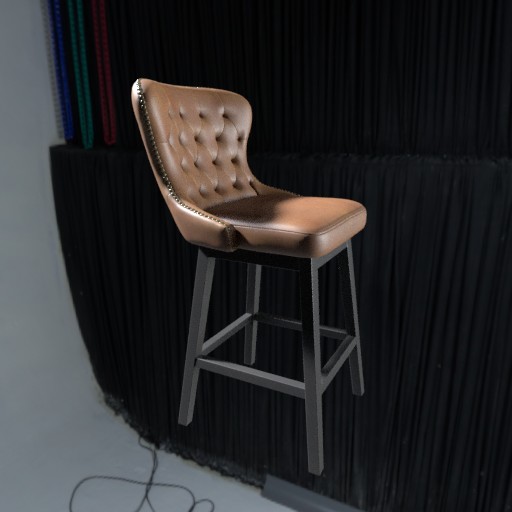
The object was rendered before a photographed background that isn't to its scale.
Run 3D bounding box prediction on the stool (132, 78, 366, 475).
[{"bbox_3d":[0.000,0.000,1.304,0.593,0.971,0.528,8,18,27],"label":"stool"}]
